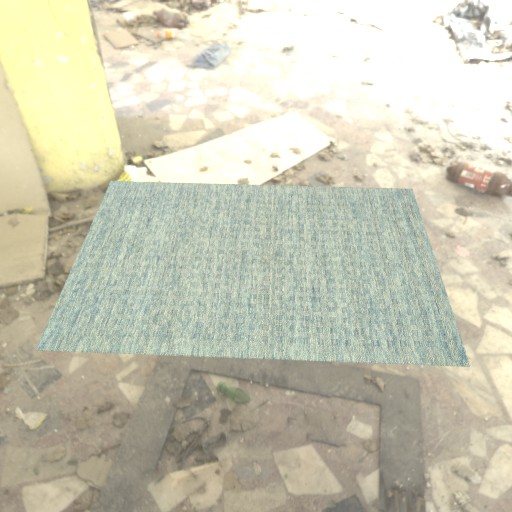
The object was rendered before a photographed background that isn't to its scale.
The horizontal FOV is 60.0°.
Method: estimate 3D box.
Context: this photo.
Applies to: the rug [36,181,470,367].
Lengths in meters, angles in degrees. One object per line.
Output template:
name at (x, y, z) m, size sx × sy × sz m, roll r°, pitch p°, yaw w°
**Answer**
rug at (0.000, 0.000, 2.179) m, size 1.752 × 0.006 × 1.142 m, roll 2°, pitch 46°, yaw 2°
